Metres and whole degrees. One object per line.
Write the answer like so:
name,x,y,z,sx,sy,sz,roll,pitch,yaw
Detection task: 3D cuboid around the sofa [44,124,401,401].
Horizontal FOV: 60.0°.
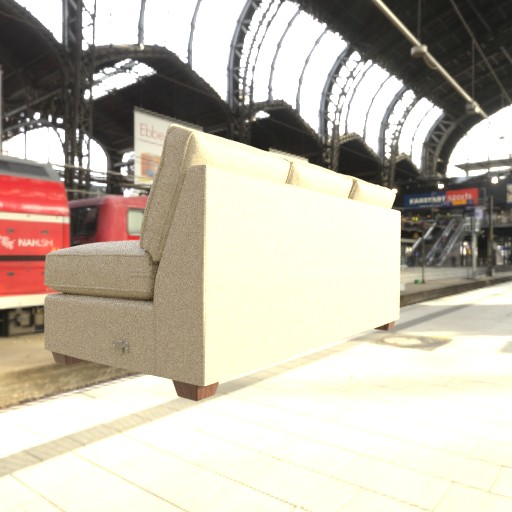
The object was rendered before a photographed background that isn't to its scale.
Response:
sofa,0.000,0.000,2.499,1.027,0.973,1.962,0,0,36
